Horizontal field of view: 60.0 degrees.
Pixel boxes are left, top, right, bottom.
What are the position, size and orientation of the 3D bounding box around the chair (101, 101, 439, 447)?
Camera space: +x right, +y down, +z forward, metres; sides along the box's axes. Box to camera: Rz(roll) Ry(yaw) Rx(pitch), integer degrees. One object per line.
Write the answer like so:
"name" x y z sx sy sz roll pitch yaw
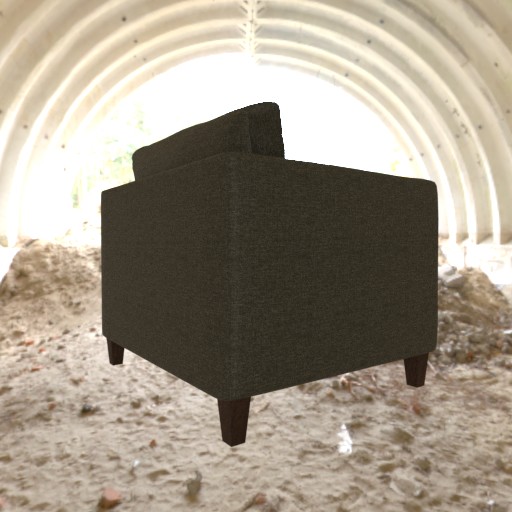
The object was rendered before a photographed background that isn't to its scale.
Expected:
"chair" 0.000 0.000 1.801 0.959 0.963 1.107 -1 2 -36
